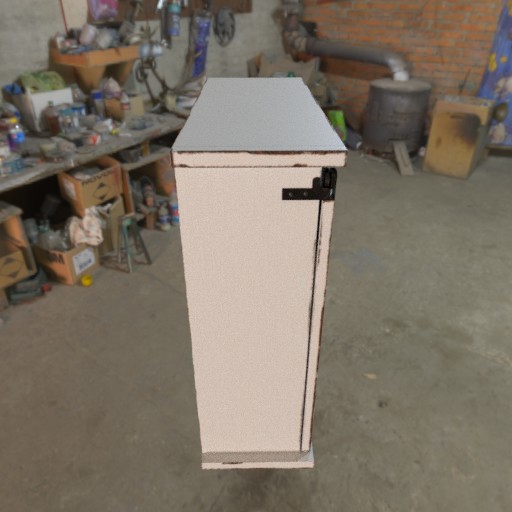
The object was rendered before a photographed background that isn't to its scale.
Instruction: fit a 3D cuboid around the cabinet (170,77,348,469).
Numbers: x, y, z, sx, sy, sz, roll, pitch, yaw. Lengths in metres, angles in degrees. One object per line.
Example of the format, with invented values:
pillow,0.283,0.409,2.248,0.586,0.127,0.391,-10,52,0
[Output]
cabinet,0.000,0.000,0.906,0.210,0.603,0.541,0,30,-1
